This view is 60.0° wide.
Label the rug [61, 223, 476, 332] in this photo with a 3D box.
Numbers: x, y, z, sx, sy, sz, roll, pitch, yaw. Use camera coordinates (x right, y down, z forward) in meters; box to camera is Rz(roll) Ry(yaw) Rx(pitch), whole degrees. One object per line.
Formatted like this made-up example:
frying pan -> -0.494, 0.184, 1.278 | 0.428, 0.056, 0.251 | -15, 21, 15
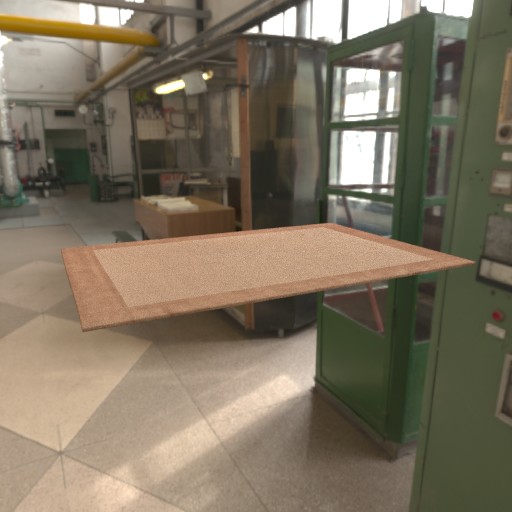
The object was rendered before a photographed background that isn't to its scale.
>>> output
rug -> 0.000, 0.000, 2.326 | 1.829, 0.014, 1.219 | -7, 16, -25
